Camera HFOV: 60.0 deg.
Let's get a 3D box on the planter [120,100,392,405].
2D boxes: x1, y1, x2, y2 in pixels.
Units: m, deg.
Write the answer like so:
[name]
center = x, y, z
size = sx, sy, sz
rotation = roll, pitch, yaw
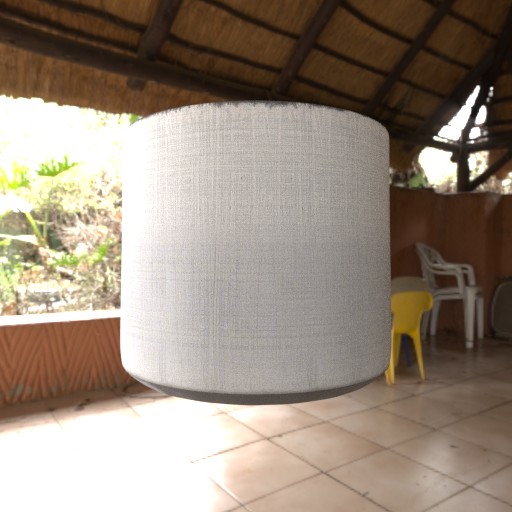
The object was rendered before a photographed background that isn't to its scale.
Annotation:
[planter]
center = 0.000, 0.000, 0.433
size = 0.254, 0.221, 0.254
rotation = 0, 0, 0
